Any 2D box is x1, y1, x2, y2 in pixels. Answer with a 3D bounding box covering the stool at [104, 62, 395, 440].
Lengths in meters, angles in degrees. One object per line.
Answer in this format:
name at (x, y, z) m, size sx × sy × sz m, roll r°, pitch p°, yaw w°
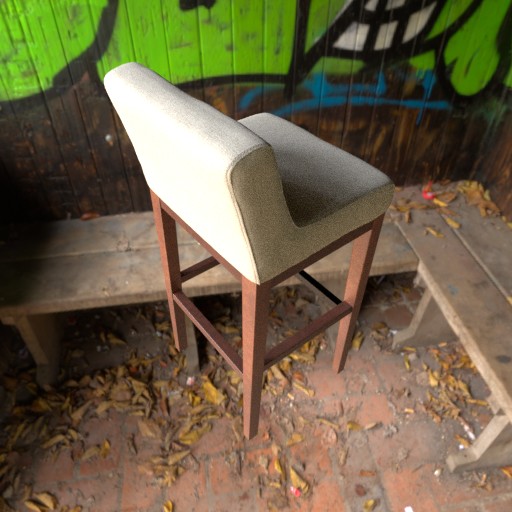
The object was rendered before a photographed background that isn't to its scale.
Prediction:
stool at (0.000, 0.000, 1.285) m, size 0.500 × 1.037 × 0.511 m, roll -27°, pitch 49°, yaw -27°
